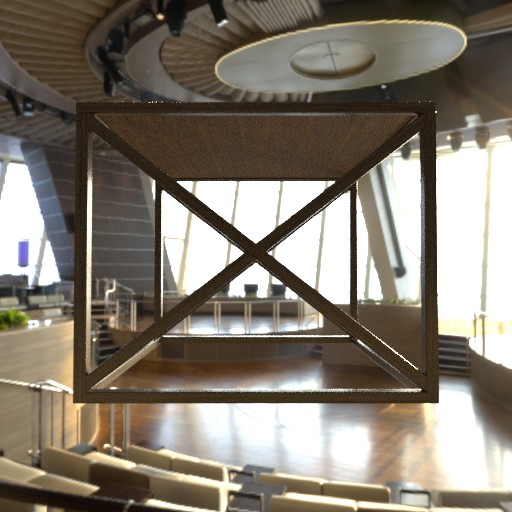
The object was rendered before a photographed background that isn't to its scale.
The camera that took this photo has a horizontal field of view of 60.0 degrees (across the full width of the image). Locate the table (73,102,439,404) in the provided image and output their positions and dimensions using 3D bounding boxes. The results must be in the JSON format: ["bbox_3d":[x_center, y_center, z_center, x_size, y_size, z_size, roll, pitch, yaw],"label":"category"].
[{"bbox_3d":[0.000,0.000,1.048,0.611,0.507,0.609,0,-1,0],"label":"table"}]
